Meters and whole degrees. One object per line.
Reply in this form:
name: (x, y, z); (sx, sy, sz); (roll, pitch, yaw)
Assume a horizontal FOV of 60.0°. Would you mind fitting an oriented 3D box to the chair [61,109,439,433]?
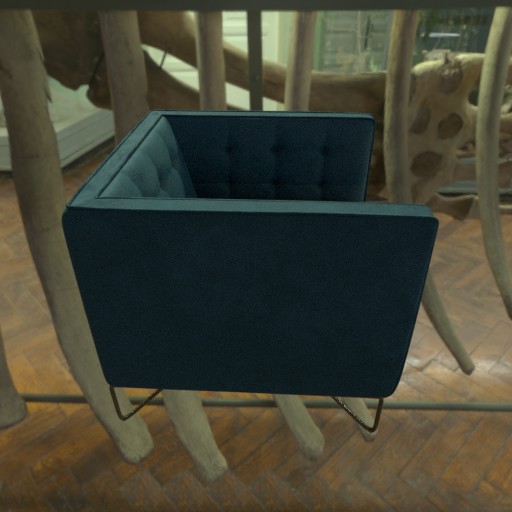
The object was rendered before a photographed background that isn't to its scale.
chair: (0.000, 0.000, 1.561); (0.894, 0.790, 0.880); (1, 33, 2)
